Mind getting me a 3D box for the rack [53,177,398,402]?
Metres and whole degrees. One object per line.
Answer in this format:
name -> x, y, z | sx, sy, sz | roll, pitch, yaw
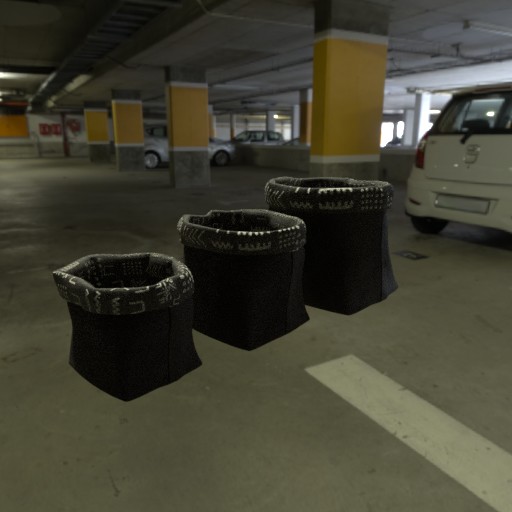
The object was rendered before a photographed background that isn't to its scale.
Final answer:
rack -> 0.000, 0.000, 1.073 | 0.379, 0.323, 0.905 | 14, 20, 41
